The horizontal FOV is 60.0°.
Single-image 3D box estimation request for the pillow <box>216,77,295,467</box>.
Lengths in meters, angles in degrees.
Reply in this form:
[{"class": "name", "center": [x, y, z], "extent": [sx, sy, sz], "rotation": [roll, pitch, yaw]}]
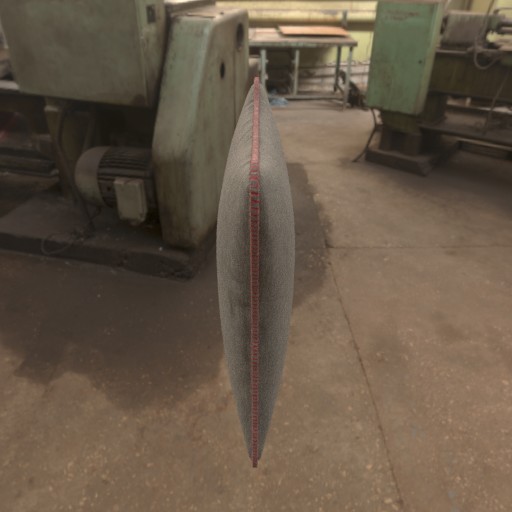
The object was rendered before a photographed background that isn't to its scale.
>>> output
[{"class": "pillow", "center": [0.000, 0.000, 0.746], "extent": [0.124, 0.491, 0.482], "rotation": [0, 33, 0]}]
